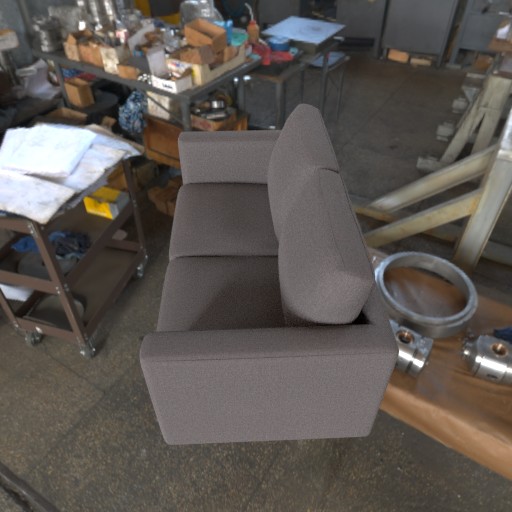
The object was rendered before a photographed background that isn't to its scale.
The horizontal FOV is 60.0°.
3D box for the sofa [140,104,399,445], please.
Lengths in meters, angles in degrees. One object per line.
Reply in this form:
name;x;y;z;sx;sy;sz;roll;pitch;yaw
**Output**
sofa;0.000;0.000;1.967;0.796;0.908;1.430;-2;43;-2
